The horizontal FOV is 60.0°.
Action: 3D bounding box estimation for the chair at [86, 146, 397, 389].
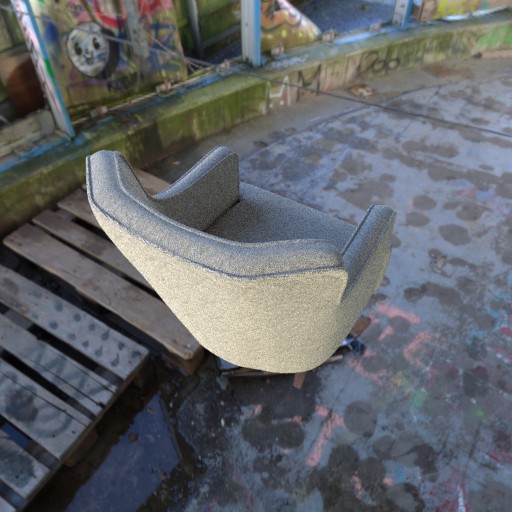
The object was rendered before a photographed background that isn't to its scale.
[{"bbox_3d":[0.000,0.000,1.661,0.820,0.920,0.910,25,51,22],"label":"chair"}]
